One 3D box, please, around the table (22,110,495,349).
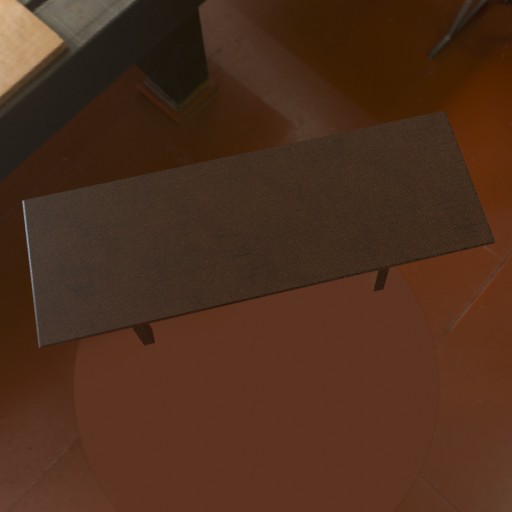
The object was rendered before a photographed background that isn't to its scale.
[{"bbox_3d":[0.000,0.000,1.538,1.197,0.763,0.399,-13,76,-3],"label":"table"}]
